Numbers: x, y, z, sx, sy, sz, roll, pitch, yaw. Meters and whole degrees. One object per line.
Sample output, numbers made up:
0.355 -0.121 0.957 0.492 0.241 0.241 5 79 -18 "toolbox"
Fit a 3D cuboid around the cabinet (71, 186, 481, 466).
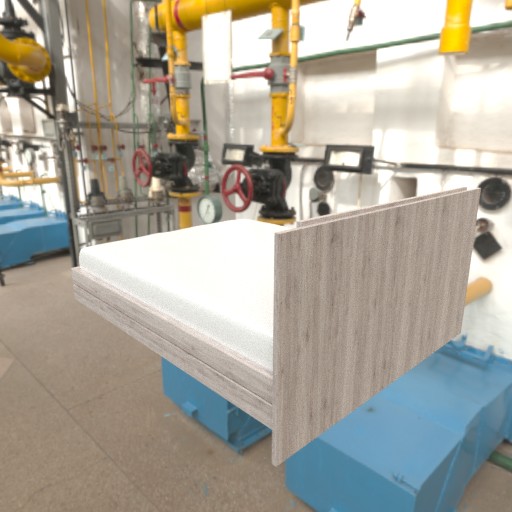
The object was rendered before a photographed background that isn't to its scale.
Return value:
0.000 0.000 2.937 1.750 0.970 2.080 -15 22 -41 "cabinet"
